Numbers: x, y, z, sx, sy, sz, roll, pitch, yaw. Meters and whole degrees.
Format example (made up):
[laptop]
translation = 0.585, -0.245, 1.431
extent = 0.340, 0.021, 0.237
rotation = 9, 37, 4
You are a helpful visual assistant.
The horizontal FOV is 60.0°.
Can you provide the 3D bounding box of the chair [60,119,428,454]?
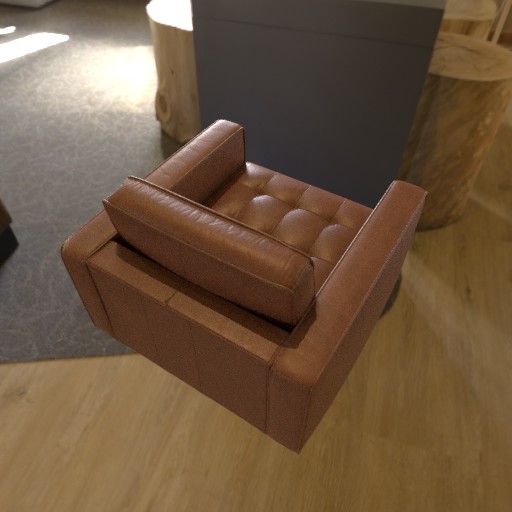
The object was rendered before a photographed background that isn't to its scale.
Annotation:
[chair]
translation = 0.000, 0.000, 1.577
extent = 0.920, 0.770, 0.900
rotation = 25, 52, 21
